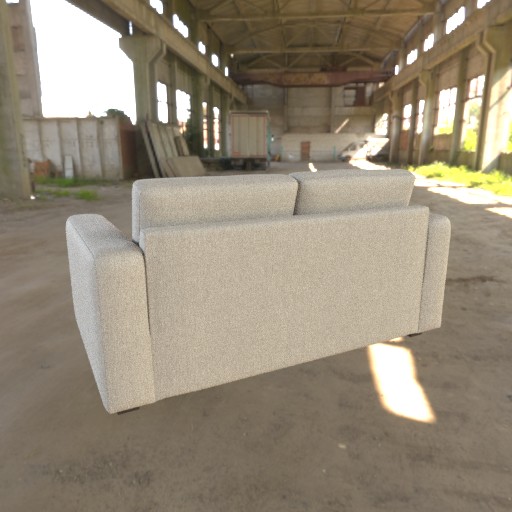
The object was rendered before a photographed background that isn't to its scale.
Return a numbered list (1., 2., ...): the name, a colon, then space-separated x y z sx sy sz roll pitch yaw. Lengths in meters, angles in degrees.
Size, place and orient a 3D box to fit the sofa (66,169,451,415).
1. sofa: 0.000 0.000 2.044 1.540 0.800 0.900 -7 16 -26
